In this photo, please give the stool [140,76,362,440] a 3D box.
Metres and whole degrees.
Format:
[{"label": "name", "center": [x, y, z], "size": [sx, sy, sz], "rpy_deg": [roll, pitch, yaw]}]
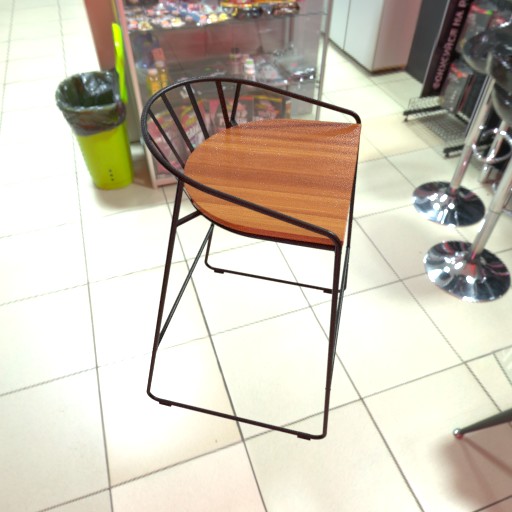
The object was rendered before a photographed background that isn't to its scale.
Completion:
[{"label": "stool", "center": [0.000, 0.000, 1.152], "size": [0.521, 0.812, 0.546], "rpy_deg": [10, 47, 9]}]
